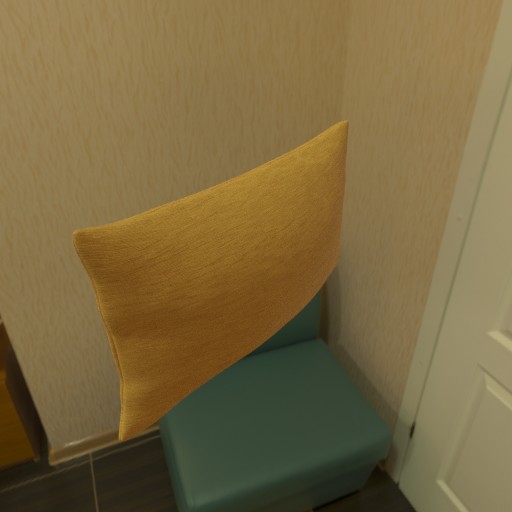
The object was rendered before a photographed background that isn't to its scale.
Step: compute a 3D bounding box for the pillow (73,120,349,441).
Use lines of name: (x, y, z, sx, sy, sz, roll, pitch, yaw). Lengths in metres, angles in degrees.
pillow: (0.000, 0.000, 0.777, 0.210, 0.354, 0.634, 22, 37, 31)
